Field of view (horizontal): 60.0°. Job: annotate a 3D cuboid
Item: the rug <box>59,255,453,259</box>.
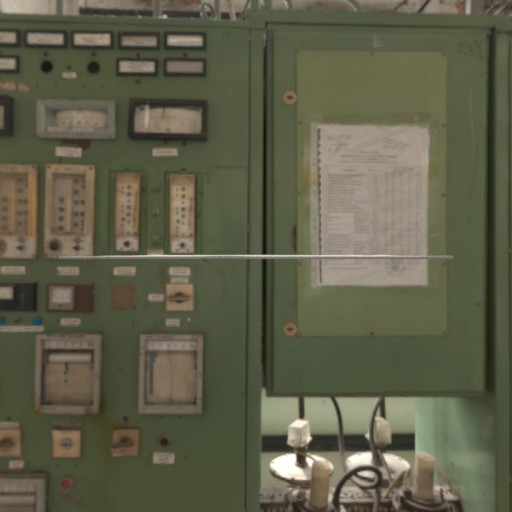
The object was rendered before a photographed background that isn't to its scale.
[{"bbox_3d":[0.000,0.000,2.283,1.231,0.012,1.835,0,0,0],"label":"rug"}]
